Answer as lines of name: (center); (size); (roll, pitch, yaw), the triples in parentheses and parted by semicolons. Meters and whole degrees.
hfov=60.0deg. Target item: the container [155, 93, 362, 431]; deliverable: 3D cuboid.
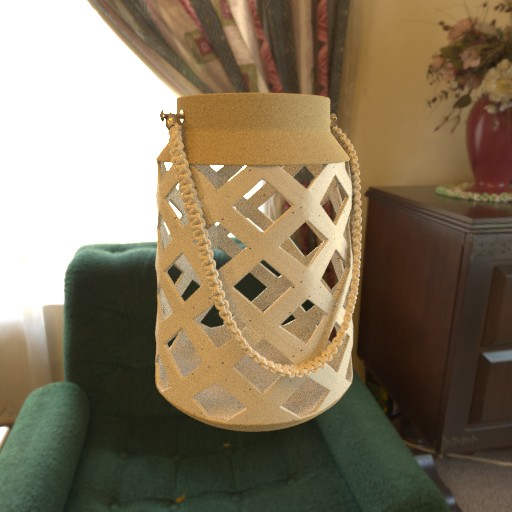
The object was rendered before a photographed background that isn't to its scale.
container: (0.000, 0.000, 0.342); (0.163, 0.229, 0.172); (-8, 17, -26)
